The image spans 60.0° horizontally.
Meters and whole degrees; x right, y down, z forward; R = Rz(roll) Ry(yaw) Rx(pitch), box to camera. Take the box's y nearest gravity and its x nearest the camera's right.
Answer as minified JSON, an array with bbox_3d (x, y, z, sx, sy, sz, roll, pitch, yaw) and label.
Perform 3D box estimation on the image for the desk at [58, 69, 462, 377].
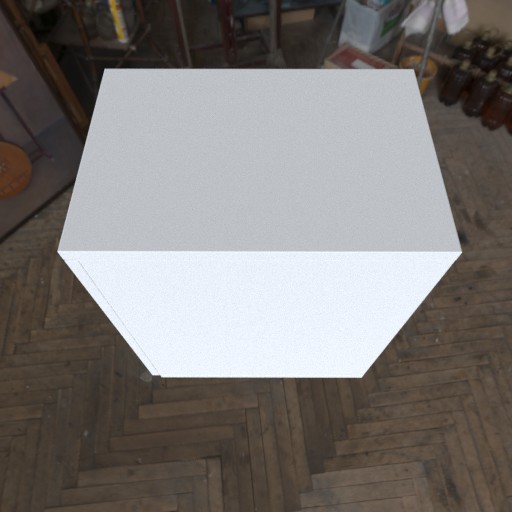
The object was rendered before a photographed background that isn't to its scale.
[{"bbox_3d":[0.000,0.000,1.060,0.600,0.730,0.404,0,60,0],"label":"desk"}]
